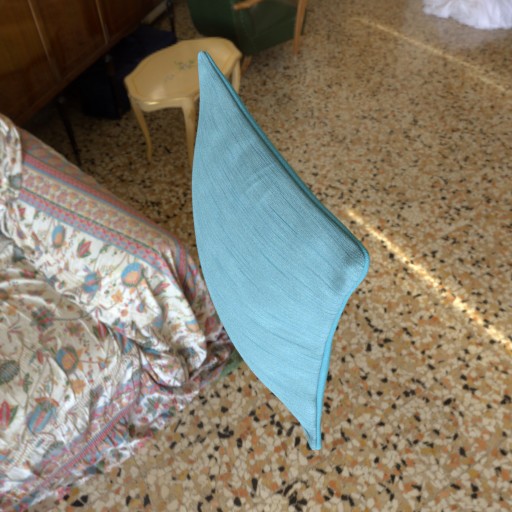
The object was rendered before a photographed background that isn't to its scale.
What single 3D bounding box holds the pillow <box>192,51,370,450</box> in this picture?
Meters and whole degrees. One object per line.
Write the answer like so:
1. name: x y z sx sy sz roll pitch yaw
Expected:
1. pillow: 0.000 0.000 0.628 0.151 0.415 0.433 -17 49 -15
